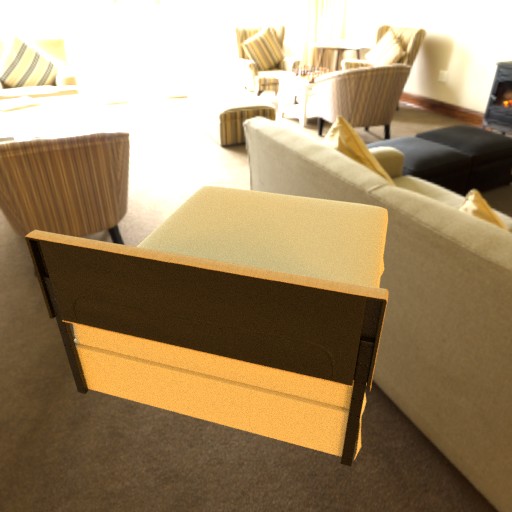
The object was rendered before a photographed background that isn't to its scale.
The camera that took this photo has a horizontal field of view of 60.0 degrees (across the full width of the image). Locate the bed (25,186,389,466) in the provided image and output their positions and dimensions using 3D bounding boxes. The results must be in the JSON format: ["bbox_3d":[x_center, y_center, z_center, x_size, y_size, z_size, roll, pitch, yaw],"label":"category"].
[{"bbox_3d":[0.000,0.000,2.800,1.616,1.016,1.876,9,33,15],"label":"bed"}]
